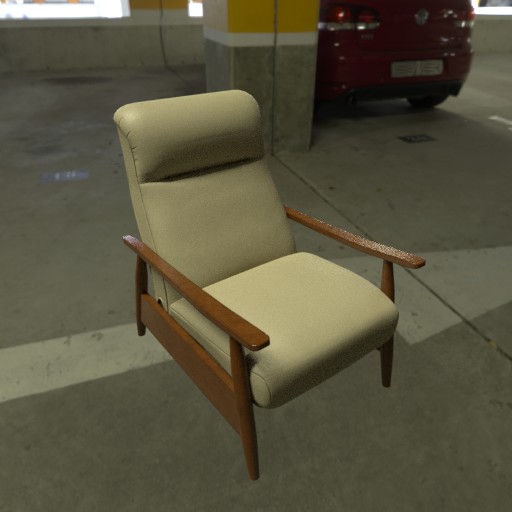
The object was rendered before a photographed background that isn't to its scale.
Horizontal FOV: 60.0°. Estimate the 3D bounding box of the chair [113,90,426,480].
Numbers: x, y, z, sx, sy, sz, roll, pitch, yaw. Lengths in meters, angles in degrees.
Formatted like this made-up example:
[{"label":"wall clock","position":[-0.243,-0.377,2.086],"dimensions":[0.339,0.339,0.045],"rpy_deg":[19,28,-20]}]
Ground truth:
[{"label":"chair","position":[0.000,0.000,1.761],"dimensions":[0.762,1.082,1.014],"rpy_deg":[-21,36,-31]}]
